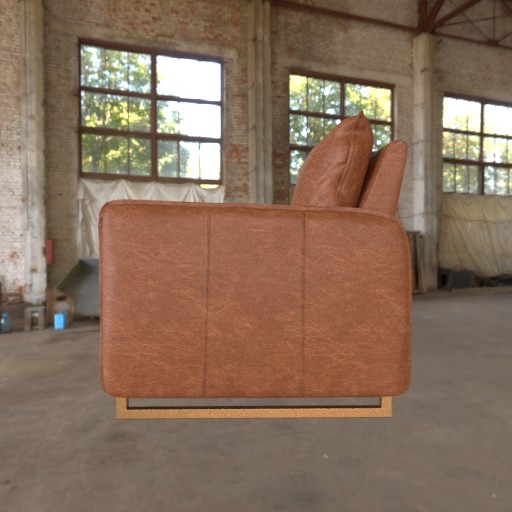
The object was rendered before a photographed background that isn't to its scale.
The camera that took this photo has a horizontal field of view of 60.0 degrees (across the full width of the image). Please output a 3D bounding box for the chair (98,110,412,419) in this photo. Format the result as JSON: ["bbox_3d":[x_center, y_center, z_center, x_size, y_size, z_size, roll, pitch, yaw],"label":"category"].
[{"bbox_3d":[0.000,0.000,1.623,0.922,0.922,0.830,0,1,-1],"label":"chair"}]
